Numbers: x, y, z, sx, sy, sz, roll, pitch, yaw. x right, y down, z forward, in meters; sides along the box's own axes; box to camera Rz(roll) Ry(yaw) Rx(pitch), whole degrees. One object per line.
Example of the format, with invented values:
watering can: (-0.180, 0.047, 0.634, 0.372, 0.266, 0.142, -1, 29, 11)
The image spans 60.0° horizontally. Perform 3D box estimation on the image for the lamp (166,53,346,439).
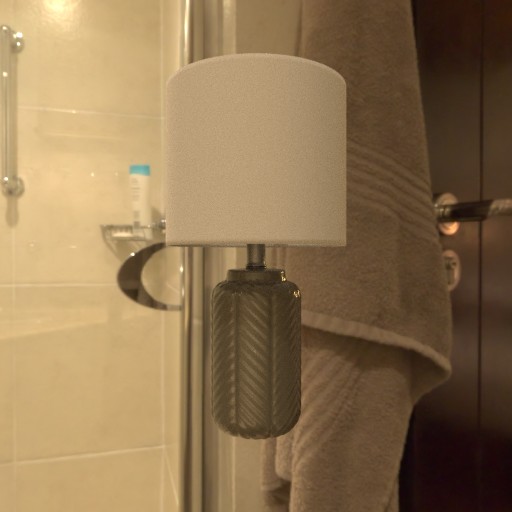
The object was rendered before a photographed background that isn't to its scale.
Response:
lamp: (0.000, 0.000, 0.509, 0.203, 0.389, 0.203, 0, 0, 37)
